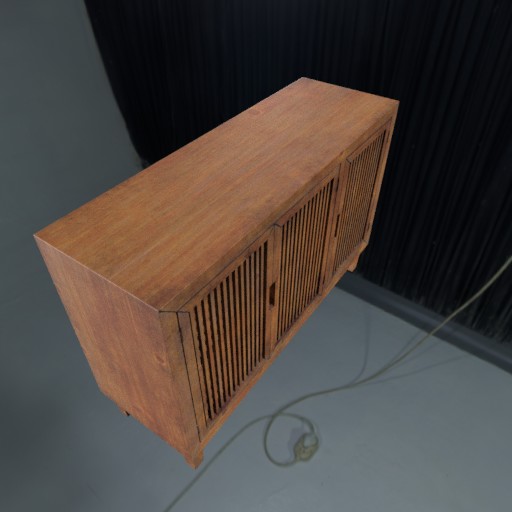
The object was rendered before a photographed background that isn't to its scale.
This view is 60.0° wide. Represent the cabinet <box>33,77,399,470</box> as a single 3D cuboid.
[{"bbox_3d":[0.000,0.000,1.566,0.403,0.805,1.204,25,48,26],"label":"cabinet"}]
